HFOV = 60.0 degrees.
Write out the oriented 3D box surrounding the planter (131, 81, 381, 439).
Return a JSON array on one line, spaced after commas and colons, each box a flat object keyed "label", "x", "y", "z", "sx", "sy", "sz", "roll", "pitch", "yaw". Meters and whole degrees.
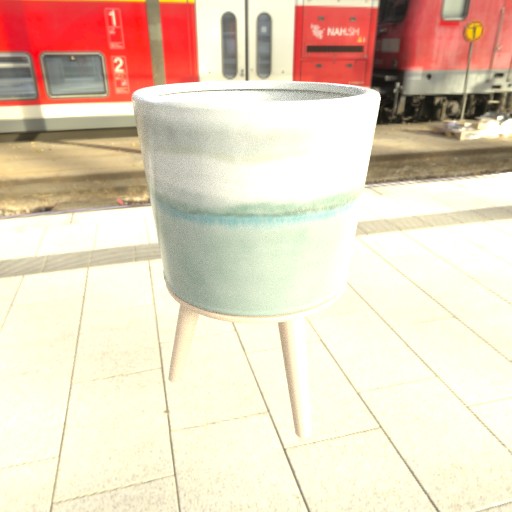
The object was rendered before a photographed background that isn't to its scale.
[{"label": "planter", "x": 0.000, "y": 0.000, "z": 0.570, "sx": 0.265, "sy": 0.404, "sz": 0.265, "roll": -8, "pitch": 26, "yaw": -16}]
